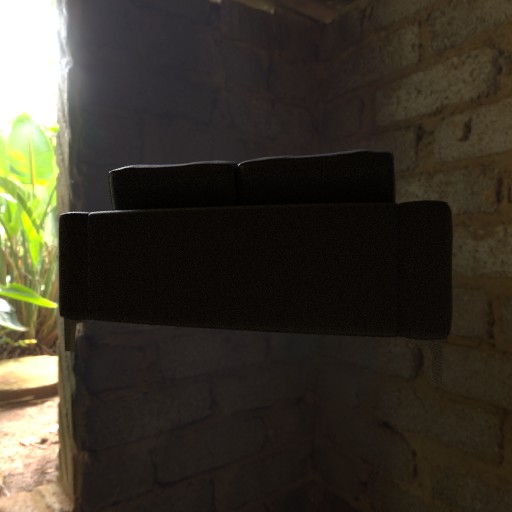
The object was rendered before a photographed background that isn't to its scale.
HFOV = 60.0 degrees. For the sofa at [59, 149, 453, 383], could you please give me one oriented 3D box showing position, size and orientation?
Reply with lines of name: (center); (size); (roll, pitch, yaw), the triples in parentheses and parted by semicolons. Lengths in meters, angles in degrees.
sofa: (0.000, 0.000, 2.193); (1.726, 0.893, 0.833); (0, 1, 18)
